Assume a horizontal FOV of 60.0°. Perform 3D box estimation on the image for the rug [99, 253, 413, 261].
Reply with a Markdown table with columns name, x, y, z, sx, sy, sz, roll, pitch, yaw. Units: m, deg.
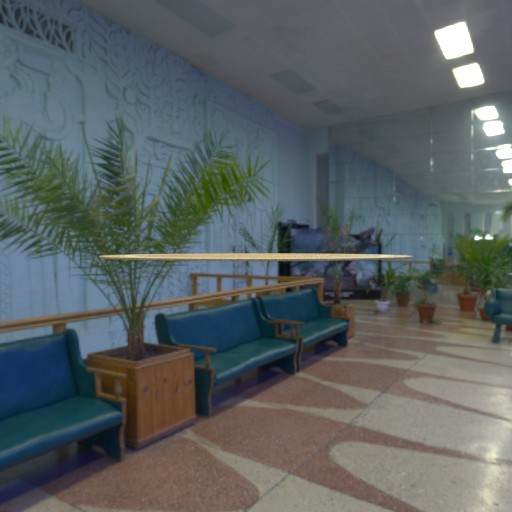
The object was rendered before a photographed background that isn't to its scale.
| name | x | y | z | sx | sy | sz | roll | pitch | yaw |
| --- | --- | --- | --- | --- | --- | --- | --- | --- | --- |
| rug | 0.000 | 0.000 | 3.661 | 2.444 | 0.015 | 2.444 | 0 | 1 | 0 |
